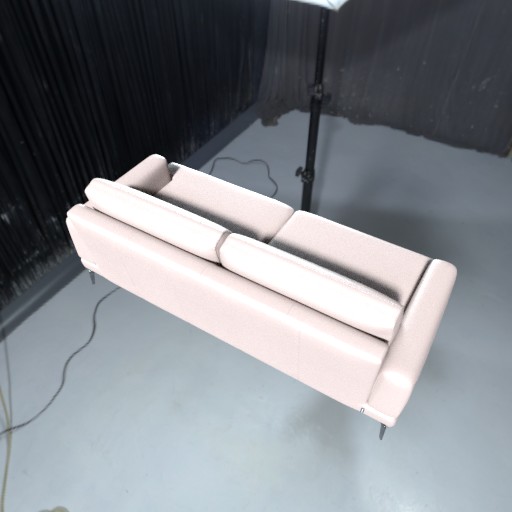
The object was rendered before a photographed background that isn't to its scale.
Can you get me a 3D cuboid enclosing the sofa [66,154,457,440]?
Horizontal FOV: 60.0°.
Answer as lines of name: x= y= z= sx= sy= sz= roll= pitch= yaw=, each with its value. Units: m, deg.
sofa: x=0.000 y=0.000 z=2.398 sx=1.940 sy=0.765 sz=0.974 roll=23 pitch=50 yaw=21
